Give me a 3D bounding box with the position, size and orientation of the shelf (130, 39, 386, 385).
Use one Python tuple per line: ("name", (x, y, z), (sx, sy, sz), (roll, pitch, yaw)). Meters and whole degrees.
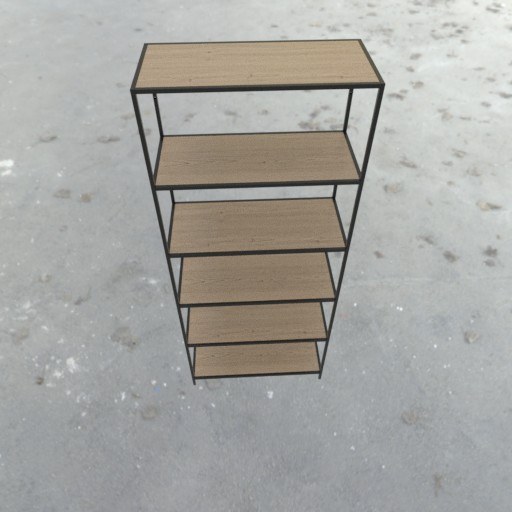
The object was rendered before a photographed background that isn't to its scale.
("shelf", (0.000, 0.000, 2.123), (0.770, 1.850, 0.350), (-2, 47, -2))
